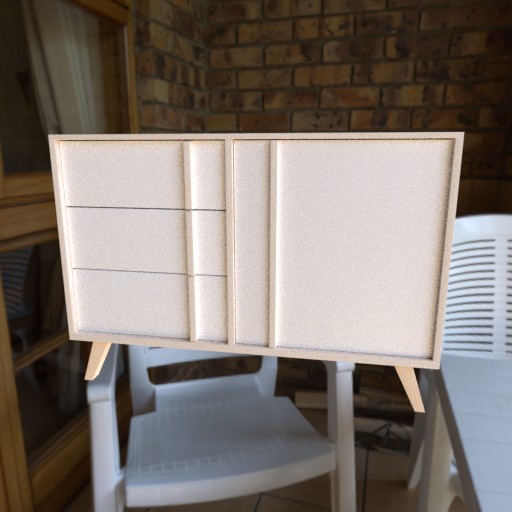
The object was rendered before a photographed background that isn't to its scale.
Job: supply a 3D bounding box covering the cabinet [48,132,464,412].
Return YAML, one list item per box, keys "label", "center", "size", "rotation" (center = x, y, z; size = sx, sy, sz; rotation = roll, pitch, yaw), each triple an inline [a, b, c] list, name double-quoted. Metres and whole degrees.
- label: "cabinet"
  center: [0.000, 0.000, 1.494]
  size: [1.110, 0.780, 0.500]
  rotation: [2, 14, 10]
